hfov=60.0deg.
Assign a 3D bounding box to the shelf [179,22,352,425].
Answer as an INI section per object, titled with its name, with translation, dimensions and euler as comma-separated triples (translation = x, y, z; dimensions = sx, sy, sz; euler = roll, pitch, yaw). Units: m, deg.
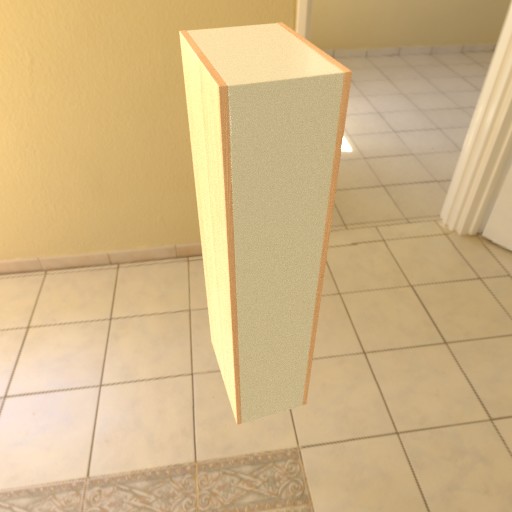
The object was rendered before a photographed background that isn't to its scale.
[shelf]
translation = 0.000, 0.000, 1.002
dimensions = 0.197, 0.882, 0.290
euler = -12, 42, -13
